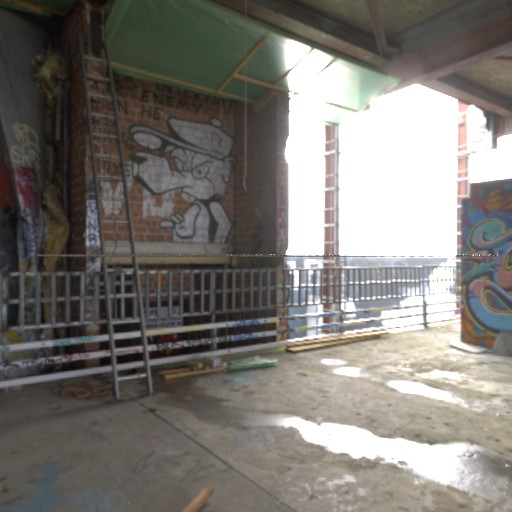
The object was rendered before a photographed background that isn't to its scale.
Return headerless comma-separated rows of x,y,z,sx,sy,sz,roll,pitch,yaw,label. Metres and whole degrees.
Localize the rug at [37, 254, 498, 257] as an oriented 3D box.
0.000,0.000,3.597,2.890,0.013,2.005,0,0,-16,rug
